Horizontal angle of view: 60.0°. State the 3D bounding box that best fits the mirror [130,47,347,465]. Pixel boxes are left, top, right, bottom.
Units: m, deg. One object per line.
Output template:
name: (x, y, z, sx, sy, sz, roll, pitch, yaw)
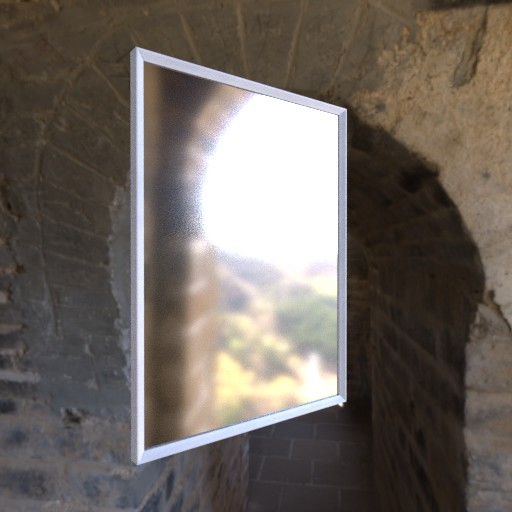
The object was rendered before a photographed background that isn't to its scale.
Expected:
mirror: (0.000, 0.000, 1.323, 0.762, 1.016, 0.041, 0, 0, -38)
